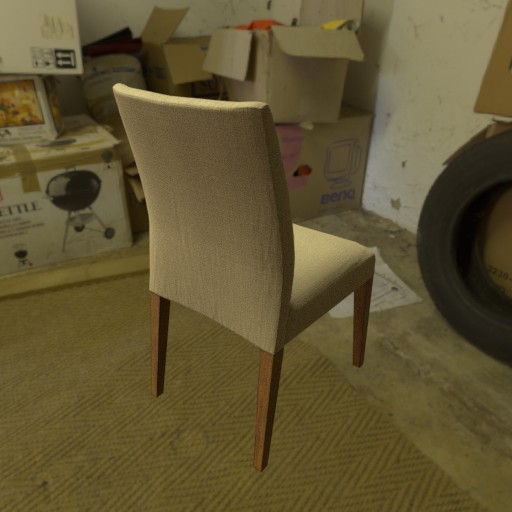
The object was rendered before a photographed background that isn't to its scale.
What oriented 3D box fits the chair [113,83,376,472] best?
[{"bbox_3d":[0.000,0.000,1.259,0.496,0.940,0.585,21,35,33],"label":"chair"}]
